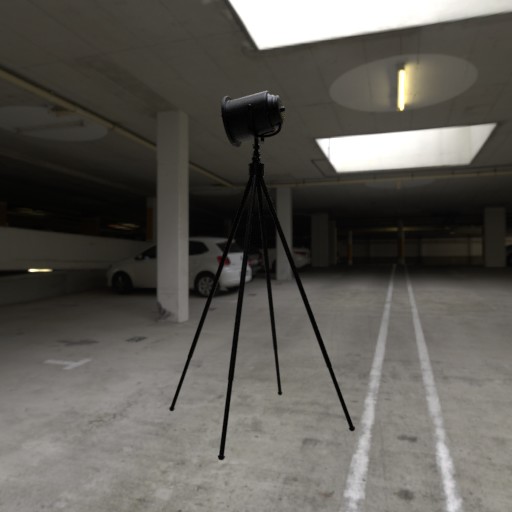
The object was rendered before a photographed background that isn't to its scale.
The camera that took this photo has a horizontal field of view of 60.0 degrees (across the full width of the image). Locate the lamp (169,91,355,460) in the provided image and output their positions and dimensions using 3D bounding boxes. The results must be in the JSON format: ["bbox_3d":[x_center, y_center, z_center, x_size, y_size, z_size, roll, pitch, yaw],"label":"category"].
[{"bbox_3d":[0.000,0.000,2.037,0.884,1.504,0.879,0,-1,18],"label":"lamp"}]
